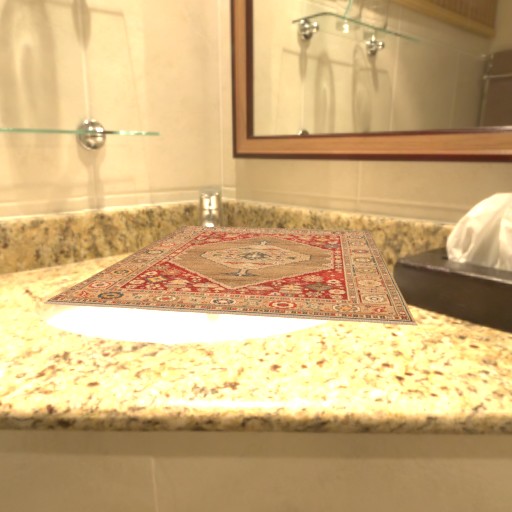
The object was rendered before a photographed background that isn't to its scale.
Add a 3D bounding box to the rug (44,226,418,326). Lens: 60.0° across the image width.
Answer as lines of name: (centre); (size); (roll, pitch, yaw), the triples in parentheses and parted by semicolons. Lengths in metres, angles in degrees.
rug: (0.000, 0.000, 4.328); (2.451, 0.008, 3.143); (2, 14, 9)
